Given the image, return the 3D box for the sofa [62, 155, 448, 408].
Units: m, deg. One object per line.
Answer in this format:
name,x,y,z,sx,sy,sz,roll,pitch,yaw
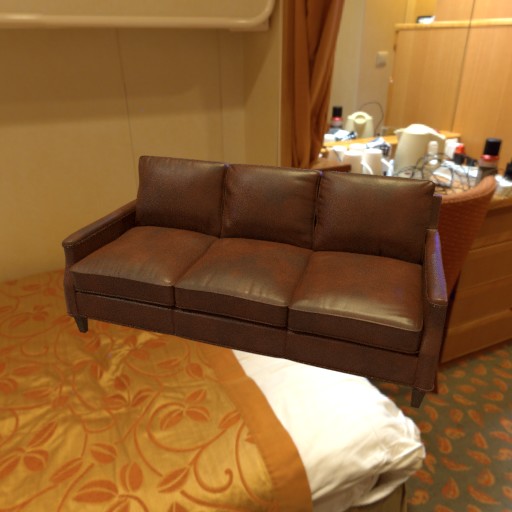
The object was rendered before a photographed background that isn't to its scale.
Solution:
sofa,0.000,0.000,2.842,2.240,1.003,1.084,8,27,17
